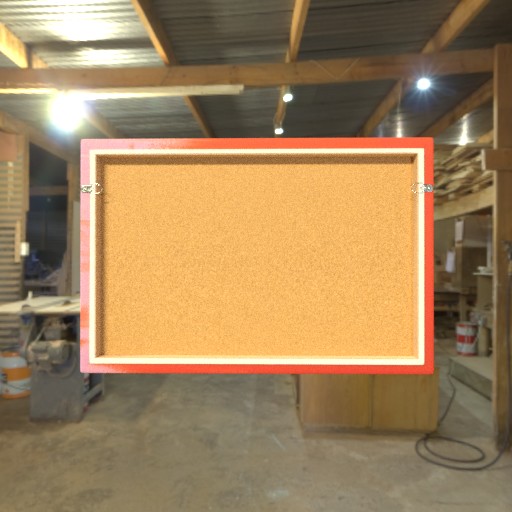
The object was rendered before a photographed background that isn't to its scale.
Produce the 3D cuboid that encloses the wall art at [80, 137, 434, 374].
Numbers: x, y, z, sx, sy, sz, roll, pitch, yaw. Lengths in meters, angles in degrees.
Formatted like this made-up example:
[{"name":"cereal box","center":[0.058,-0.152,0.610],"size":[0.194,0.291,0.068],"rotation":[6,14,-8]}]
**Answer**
[{"name":"wall art","center":[0.000,0.000,1.159],"size":[0.913,0.609,0.040],"rotation":[0,0,1]}]
